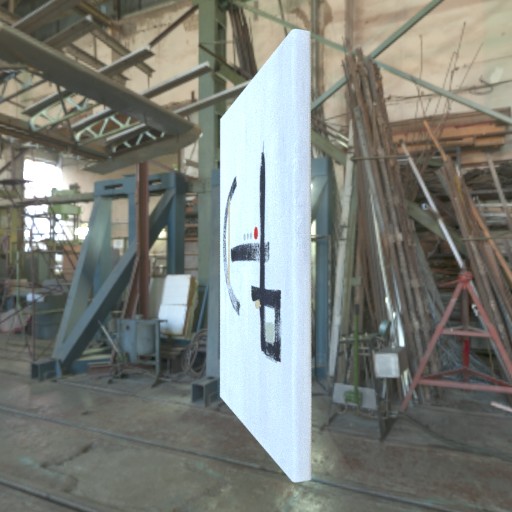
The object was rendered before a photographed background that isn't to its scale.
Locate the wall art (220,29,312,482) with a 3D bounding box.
[{"bbox_3d":[0.000,0.000,1.182,0.048,0.916,0.602,0,-1,-19],"label":"wall art"}]
